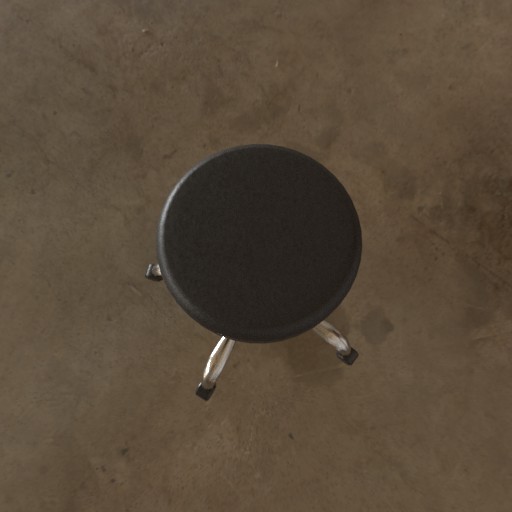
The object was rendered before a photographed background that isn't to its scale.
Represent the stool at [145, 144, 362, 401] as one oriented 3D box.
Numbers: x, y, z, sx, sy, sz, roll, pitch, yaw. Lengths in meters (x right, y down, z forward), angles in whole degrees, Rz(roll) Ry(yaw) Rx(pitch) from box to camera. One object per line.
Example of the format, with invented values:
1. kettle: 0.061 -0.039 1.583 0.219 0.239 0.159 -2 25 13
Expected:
1. stool: 0.000 0.000 1.128 0.673 0.576 0.638 -12 74 -4
